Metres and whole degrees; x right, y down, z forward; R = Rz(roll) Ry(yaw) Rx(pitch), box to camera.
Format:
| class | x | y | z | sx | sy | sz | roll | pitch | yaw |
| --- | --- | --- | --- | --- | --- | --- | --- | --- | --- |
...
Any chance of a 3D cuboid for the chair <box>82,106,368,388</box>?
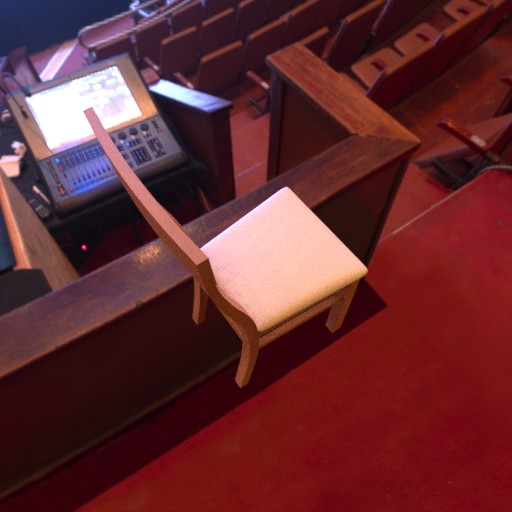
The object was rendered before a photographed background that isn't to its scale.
| class | x | y | z | sx | sy | sz | roll | pitch | yaw |
| --- | --- | --- | --- | --- | --- | --- | --- | --- | --- |
| chair | 0.000 | 0.000 | 1.338 | 0.580 | 1.050 | 0.450 | -31 | 63 | -18 |
